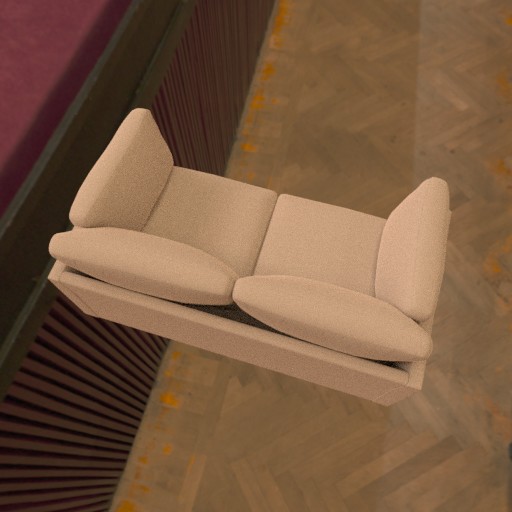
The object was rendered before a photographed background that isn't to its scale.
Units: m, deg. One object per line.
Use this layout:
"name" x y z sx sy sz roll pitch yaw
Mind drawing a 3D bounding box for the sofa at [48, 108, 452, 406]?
"sofa" 0.000 0.000 2.317 1.776 0.836 0.970 15 65 7
